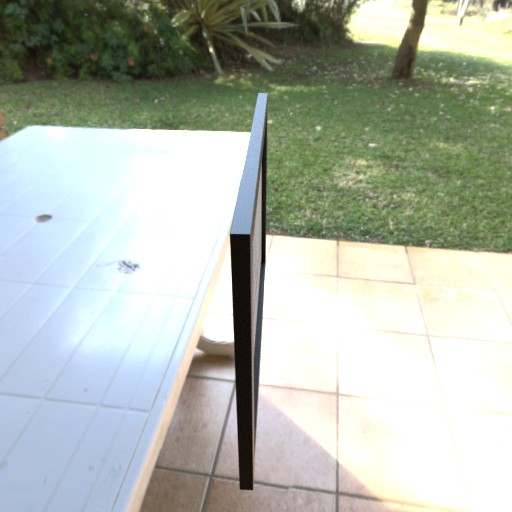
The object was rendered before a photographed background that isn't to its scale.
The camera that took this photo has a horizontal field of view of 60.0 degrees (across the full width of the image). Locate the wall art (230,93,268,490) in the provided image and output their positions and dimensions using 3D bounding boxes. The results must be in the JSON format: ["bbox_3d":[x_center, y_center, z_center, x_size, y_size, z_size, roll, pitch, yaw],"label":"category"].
[{"bbox_3d":[0.000,0.000,0.564,0.016,0.306,0.432,1,32,2],"label":"wall art"}]
